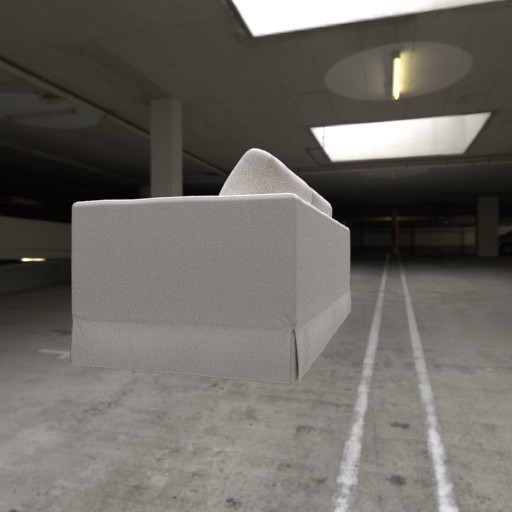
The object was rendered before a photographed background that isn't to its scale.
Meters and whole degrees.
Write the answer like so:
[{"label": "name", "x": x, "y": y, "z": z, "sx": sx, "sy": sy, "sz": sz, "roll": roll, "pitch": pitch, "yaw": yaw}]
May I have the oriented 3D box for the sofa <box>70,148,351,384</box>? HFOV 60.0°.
[{"label": "sofa", "x": 0.000, "y": 0.000, "z": 2.682, "sx": 0.954, "sy": 0.881, "sz": 2.163, "roll": 0, "pitch": 0, "yaw": 17}]
